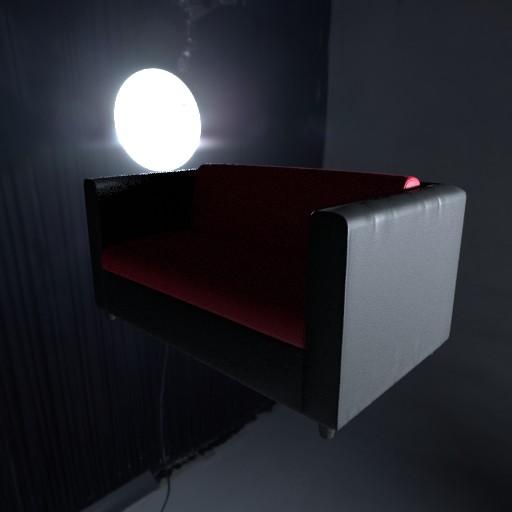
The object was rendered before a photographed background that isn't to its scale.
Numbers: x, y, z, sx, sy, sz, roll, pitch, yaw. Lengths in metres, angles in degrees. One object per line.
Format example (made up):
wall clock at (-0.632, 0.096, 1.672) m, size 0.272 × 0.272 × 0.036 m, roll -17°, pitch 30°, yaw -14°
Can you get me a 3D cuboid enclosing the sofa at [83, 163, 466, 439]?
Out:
sofa at (0.000, 0.000, 1.920) m, size 1.410 × 0.735 × 0.845 m, roll 14°, pitch 21°, yaw 42°
